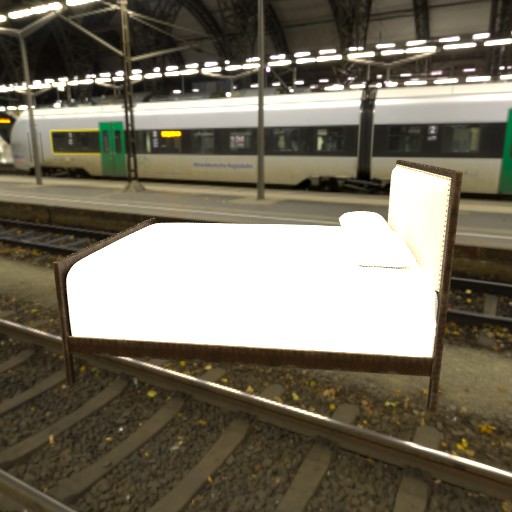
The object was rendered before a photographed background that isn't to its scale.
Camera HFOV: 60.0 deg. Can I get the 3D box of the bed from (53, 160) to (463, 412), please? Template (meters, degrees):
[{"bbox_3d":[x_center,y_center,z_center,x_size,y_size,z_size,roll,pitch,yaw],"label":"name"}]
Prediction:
[{"bbox_3d":[0.000,0.000,3.205,2.221,1.313,1.607,2,14,7],"label":"bed"}]
